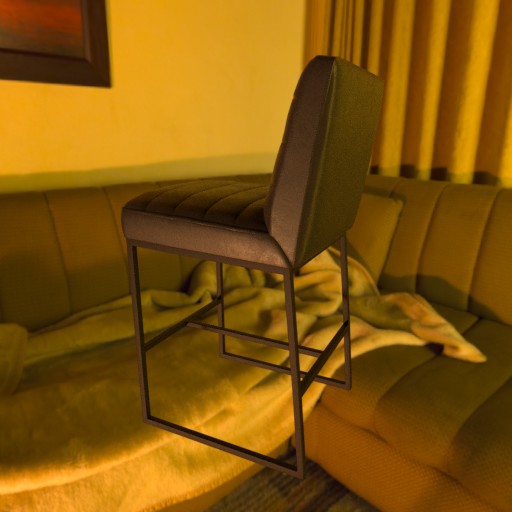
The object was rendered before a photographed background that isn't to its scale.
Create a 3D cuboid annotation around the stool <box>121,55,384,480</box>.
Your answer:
[{"bbox_3d":[0.000,0.000,1.214,0.552,0.938,0.457,8,18,25],"label":"stool"}]
